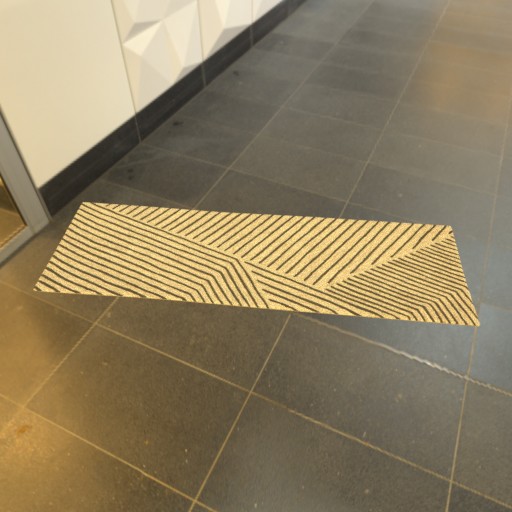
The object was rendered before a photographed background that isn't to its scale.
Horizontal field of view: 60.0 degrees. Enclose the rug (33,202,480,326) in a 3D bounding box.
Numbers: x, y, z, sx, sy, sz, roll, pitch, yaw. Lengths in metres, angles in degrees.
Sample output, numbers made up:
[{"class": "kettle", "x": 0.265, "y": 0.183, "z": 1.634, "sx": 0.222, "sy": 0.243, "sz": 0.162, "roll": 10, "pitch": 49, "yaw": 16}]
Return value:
[{"class": "rug", "x": 0.000, "y": 0.000, "z": 2.663, "sx": 2.439, "sy": 0.020, "sz": 0.773, "roll": 4, "pitch": 47, "yaw": 4}]
